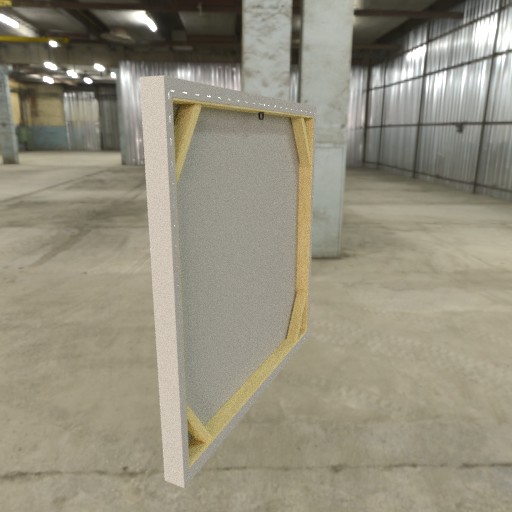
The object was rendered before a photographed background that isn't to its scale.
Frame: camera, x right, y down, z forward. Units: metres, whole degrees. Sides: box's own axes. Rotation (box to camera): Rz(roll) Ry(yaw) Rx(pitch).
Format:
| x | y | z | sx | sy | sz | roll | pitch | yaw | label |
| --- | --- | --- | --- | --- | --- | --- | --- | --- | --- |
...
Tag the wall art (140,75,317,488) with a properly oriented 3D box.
| x | y | z | sx | sy | sz | roll | pitch | yaw | label |
| --- | --- | --- | --- | --- | --- | --- | --- | --- | --- |
| 0.000 | 0.000 | 0.897 | 0.038 | 0.610 | 0.610 | 7 | 16 | 24 | wall art |
